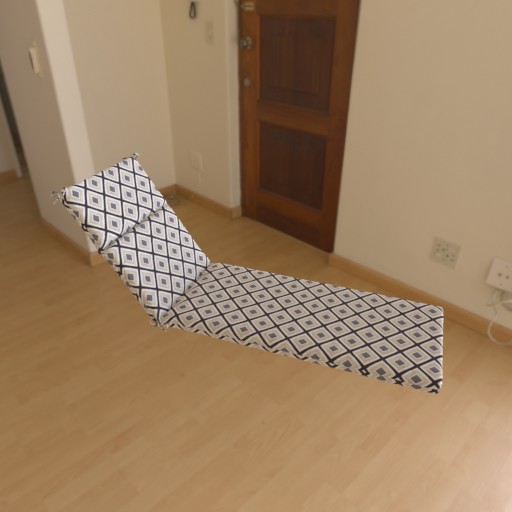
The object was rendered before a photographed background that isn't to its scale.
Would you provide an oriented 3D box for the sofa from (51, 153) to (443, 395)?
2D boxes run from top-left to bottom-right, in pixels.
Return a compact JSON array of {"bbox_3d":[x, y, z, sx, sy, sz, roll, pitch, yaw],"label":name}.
[{"bbox_3d":[0.000,0.000,1.970,1.663,0.622,0.582,11,32,18],"label":"sofa"}]
